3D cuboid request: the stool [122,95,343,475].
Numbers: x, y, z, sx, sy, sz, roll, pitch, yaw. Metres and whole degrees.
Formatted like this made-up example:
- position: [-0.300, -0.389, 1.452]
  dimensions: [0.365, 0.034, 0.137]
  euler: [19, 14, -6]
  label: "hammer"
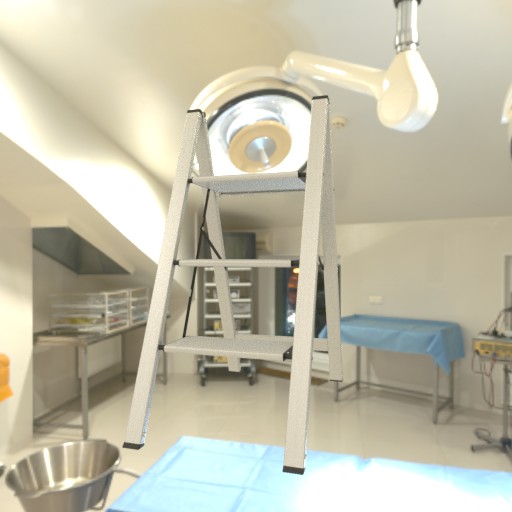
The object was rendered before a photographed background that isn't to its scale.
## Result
- position: [0.000, 0.000, 1.327]
  dimensions: [0.441, 0.902, 0.730]
  euler: [0, 0, 18]
  label: "stool"
